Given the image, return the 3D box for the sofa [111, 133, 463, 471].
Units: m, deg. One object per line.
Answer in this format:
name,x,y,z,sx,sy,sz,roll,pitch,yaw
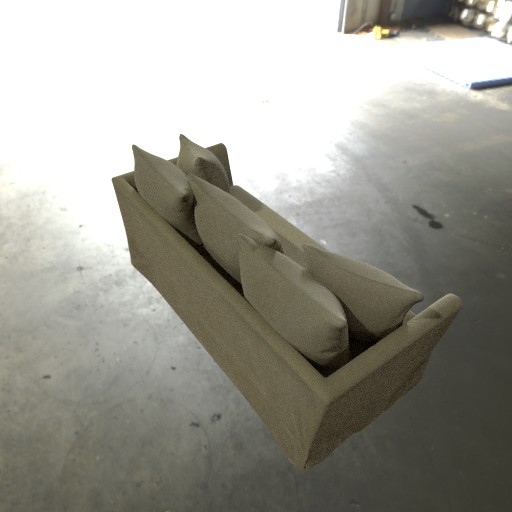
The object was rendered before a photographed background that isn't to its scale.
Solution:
sofa,0.000,0.000,2.893,1.031,1.034,2.290,-25,46,-27
